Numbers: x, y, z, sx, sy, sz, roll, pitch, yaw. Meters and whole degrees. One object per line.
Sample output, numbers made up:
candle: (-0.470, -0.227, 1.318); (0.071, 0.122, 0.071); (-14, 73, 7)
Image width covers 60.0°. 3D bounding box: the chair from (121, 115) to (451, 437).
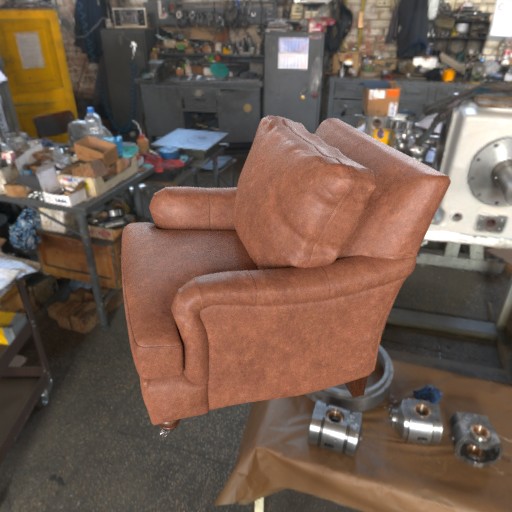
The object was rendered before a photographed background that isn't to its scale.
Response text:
chair: (0.000, 0.000, 1.964); (1.158, 1.055, 0.986); (-9, 31, -14)
